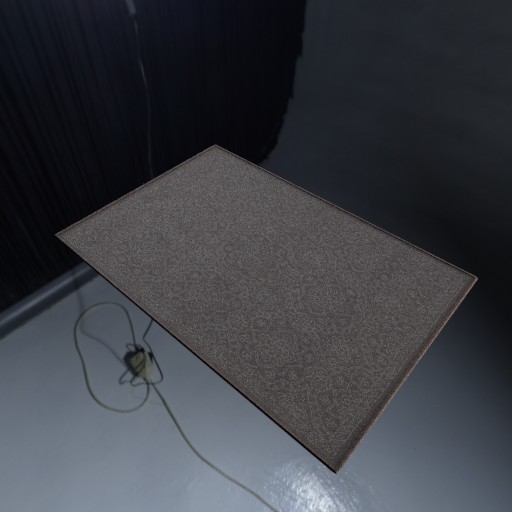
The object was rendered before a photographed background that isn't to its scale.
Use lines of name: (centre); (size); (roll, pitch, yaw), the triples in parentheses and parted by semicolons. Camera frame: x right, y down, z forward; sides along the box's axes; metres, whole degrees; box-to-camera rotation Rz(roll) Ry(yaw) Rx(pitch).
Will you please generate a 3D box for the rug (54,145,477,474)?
rug: (0.000, 0.000, 2.846); (2.286, 0.011, 1.524); (32, 54, 28)
